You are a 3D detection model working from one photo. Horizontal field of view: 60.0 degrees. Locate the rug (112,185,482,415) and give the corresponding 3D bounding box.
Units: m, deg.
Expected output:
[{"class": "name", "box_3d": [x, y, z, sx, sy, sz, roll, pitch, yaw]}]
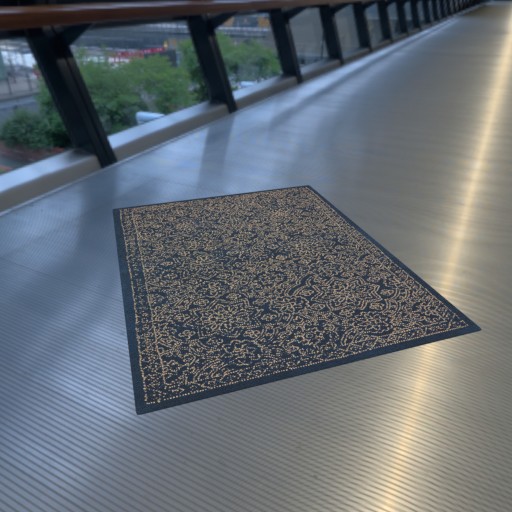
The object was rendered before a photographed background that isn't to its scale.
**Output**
[{"class": "rug", "box_3d": [0.000, 0.000, 4.115, 2.438, 0.010, 3.048, -9, 31, -16]}]
